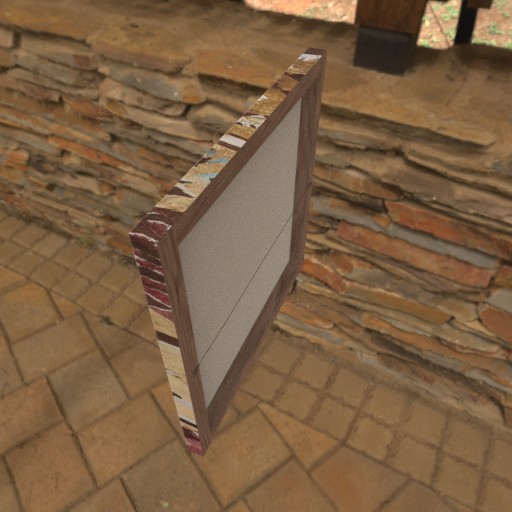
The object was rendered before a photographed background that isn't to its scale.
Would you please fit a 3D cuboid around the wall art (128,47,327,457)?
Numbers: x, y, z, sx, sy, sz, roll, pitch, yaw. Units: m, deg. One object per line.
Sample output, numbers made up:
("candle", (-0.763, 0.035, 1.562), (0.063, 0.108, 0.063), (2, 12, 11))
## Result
("wall art", (0.000, 0.000, 0.905), (0.041, 0.613, 0.609), (18, 48, 17))
